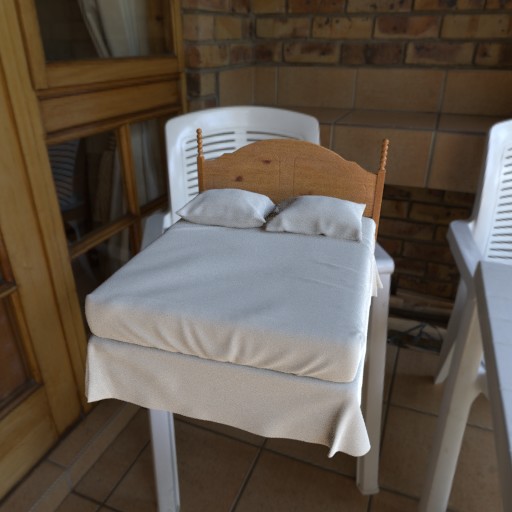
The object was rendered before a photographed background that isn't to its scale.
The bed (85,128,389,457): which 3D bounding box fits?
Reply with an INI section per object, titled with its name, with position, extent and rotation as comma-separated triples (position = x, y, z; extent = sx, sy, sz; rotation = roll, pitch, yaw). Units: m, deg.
[bed]
position = 0.000, 0.000, 3.170
extent = 1.873, 1.356, 2.040
rotation = 7, 27, 14
